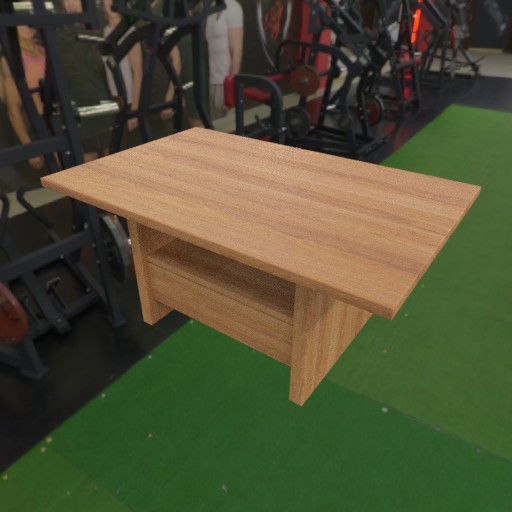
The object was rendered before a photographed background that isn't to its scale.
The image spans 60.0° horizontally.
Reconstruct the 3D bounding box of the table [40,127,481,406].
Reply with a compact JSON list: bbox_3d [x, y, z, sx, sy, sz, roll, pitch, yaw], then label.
[{"bbox_3d":[0.000,0.000,1.440,1.100,0.510,0.700,20,37,30],"label":"table"}]
